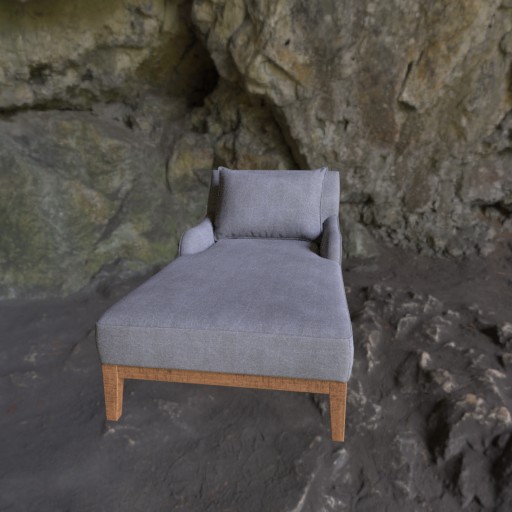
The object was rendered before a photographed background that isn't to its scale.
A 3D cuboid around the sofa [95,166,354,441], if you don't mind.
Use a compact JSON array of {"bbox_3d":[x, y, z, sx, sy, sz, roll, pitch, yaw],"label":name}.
[{"bbox_3d":[0.000,0.000,2.295,0.894,0.859,1.779,2,14,8],"label":"sofa"}]
